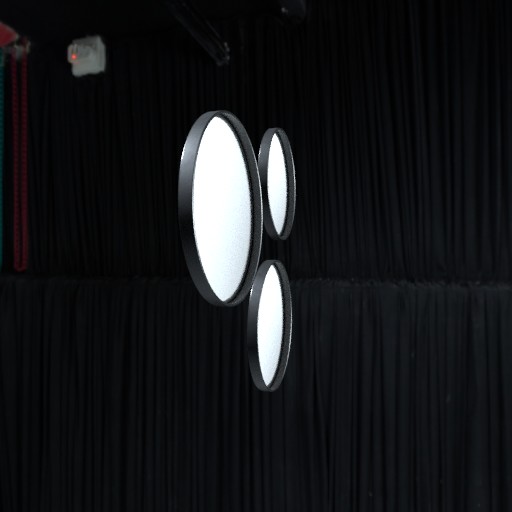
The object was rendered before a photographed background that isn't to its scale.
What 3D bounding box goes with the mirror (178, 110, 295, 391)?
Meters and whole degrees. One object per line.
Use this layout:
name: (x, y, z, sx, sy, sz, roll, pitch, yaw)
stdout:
mirror: (0.000, 0.000, 3.099, 0.076, 2.096, 2.160, 0, 0, 18)
